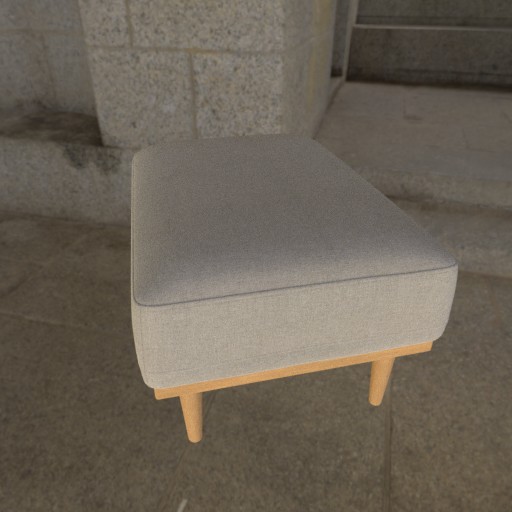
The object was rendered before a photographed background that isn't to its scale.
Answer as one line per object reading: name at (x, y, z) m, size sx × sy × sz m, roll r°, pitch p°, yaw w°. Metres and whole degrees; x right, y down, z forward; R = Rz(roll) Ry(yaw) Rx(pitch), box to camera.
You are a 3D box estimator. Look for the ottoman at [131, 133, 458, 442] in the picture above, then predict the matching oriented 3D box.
ottoman at (0.000, 0.000, 1.057) m, size 0.549 × 0.428 × 0.749 m, roll -7°, pitch 32°, yaw -11°
